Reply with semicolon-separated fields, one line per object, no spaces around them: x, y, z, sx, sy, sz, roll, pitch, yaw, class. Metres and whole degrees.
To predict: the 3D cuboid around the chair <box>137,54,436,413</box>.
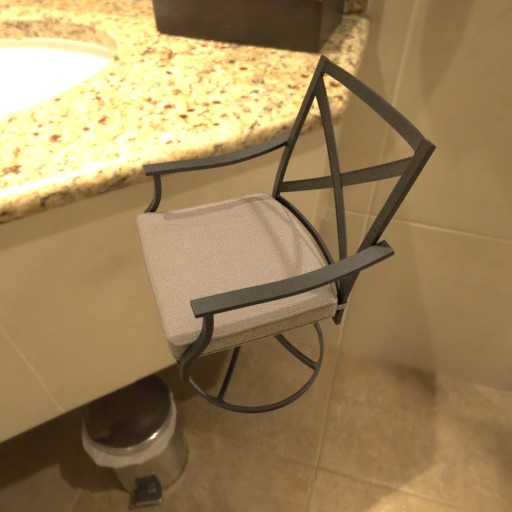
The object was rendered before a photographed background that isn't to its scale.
0.000;0.000;1.285;0.620;0.889;0.575;-15;47;-14;chair
